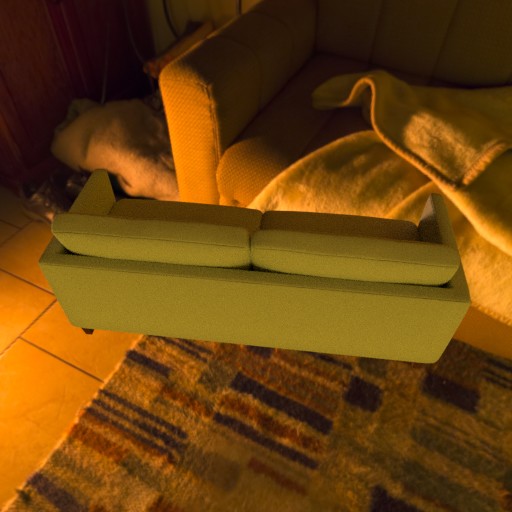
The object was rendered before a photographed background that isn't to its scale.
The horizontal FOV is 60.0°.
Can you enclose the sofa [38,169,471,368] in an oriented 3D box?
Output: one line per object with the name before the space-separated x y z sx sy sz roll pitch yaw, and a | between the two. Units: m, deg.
sofa | 0.000 0.000 2.939 2.434 0.965 0.948 5 47 5
